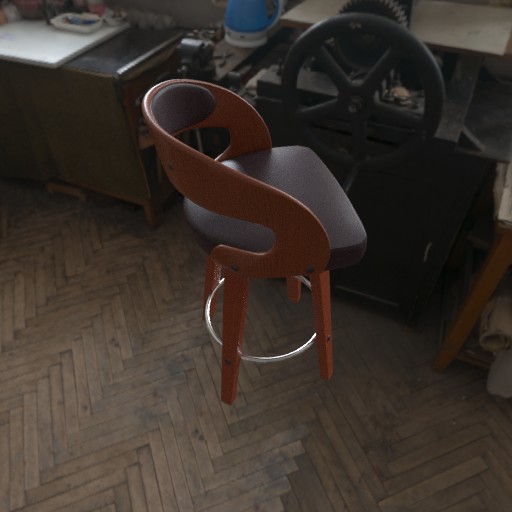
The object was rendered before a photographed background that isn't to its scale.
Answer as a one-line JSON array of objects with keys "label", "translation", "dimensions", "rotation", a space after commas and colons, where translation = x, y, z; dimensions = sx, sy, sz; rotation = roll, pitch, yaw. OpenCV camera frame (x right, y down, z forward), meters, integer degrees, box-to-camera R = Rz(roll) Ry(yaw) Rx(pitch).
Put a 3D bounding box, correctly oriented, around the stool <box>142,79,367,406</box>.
[{"label": "stool", "translation": [0.000, 0.000, 1.233], "dimensions": [0.457, 0.940, 0.457], "rotation": [-11, 47, -11]}]
